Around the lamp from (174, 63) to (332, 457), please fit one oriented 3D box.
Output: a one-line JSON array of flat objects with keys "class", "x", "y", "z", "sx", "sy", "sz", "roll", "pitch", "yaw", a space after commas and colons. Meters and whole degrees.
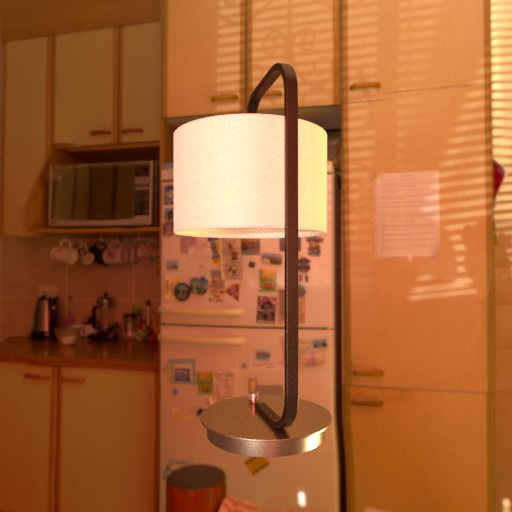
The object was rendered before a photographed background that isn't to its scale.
[{"class": "lamp", "x": 0.000, "y": 0.000, "z": 0.642, "sx": 0.230, "sy": 0.473, "sz": 0.288, "roll": 0, "pitch": -1, "yaw": -17}]
